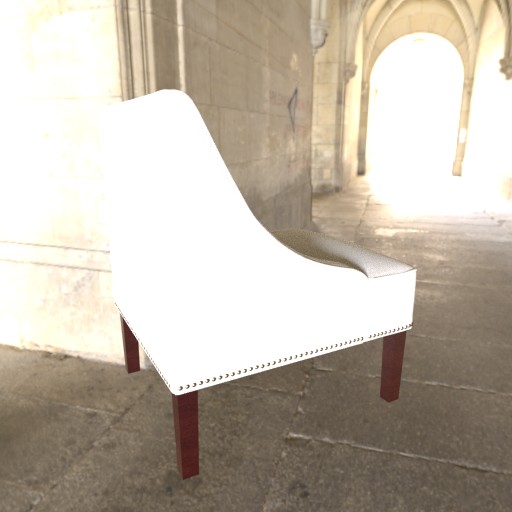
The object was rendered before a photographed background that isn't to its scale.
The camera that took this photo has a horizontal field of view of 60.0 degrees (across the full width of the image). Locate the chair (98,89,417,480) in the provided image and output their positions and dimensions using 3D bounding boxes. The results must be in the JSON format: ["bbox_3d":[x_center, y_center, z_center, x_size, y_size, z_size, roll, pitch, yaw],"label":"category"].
[{"bbox_3d":[0.000,0.000,1.341,0.748,0.872,0.628,-8,17,-28],"label":"chair"}]
